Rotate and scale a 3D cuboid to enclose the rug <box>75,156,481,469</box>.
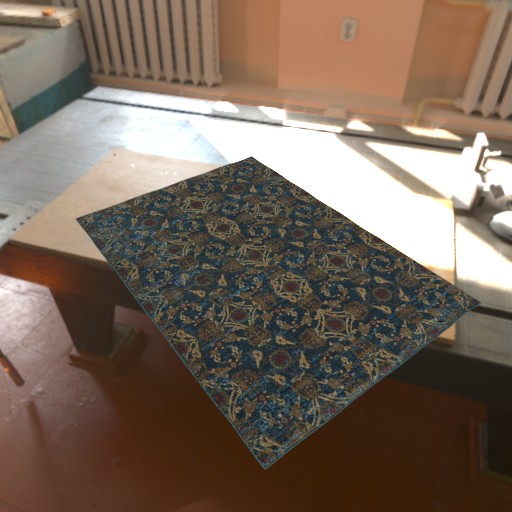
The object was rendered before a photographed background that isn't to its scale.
[{"bbox_3d":[0.000,0.000,4.244,2.337,0.013,3.291,-26,47,-27],"label":"rug"}]
